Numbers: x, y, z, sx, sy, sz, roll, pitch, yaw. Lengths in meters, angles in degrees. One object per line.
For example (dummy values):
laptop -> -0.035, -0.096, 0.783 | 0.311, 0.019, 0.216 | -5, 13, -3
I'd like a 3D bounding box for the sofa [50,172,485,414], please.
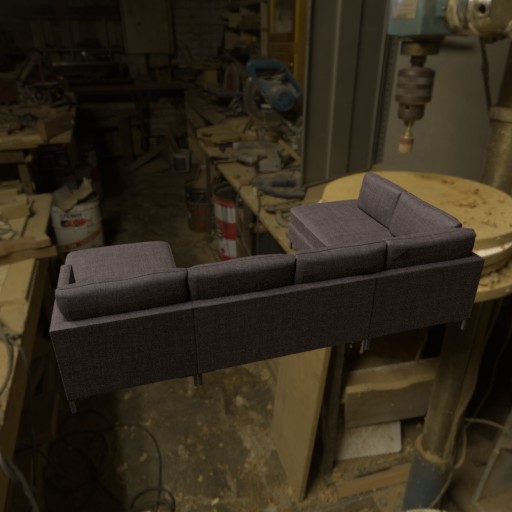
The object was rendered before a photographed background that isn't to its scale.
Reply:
sofa -> 0.000, 0.000, 4.195 | 3.423, 0.999, 2.048 | -8, 29, -15
